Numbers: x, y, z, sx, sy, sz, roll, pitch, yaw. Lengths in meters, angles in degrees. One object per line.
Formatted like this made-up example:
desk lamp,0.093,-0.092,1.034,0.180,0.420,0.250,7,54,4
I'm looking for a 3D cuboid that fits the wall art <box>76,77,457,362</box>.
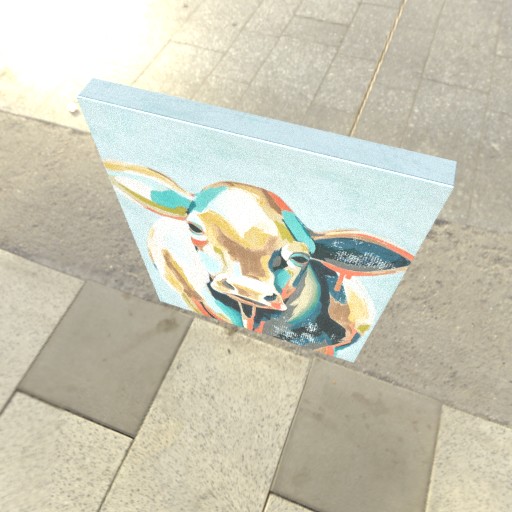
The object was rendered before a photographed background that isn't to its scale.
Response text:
wall art,0.000,0.000,0.680,0.409,0.509,0.037,16,59,10
